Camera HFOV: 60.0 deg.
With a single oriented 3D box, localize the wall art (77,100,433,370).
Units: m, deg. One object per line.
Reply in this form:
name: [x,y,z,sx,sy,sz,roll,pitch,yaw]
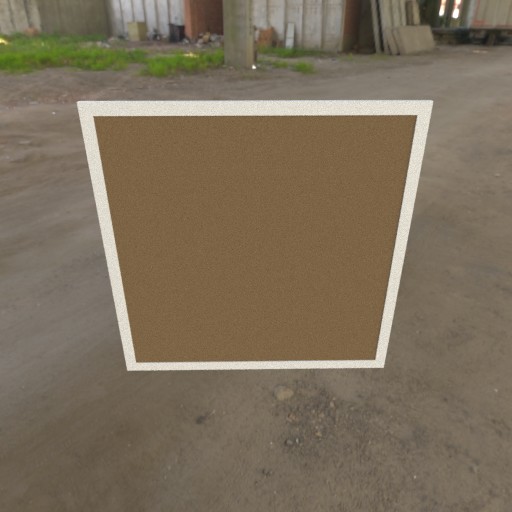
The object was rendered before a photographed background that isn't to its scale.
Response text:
wall art: [0.000,0.000,1.213,0.812,0.812,0.015,0,29,-1]
